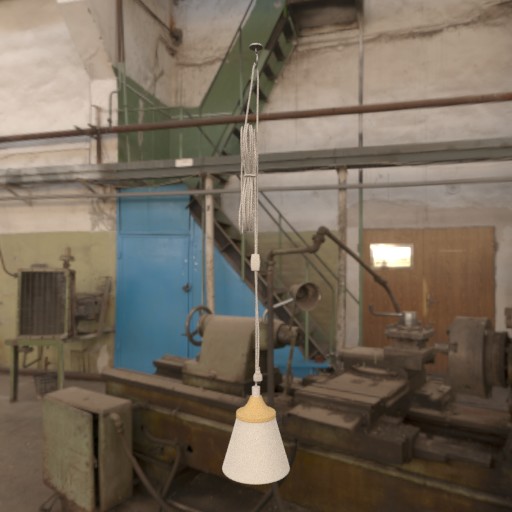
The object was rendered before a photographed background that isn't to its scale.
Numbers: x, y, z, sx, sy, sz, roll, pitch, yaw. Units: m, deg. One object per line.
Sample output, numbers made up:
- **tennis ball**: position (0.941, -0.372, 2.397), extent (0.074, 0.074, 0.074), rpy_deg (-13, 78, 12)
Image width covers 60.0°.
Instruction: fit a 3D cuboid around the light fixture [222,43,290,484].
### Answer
- **light fixture**: position (0.000, 0.000, 1.017), extent (0.153, 0.966, 0.153), rpy_deg (0, -1, 18)
